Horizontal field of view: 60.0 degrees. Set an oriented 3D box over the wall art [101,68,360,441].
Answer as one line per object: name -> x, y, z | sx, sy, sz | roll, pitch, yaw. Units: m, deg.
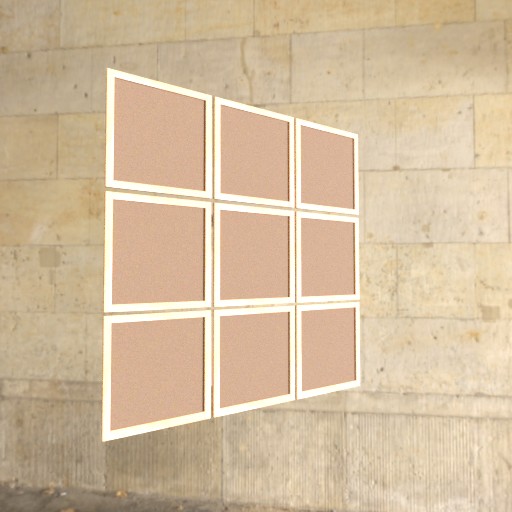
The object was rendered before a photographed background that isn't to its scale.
wall art -> 0.000, 0.000, 1.800 | 1.216, 1.218, 0.013 | 2, -3, -35
